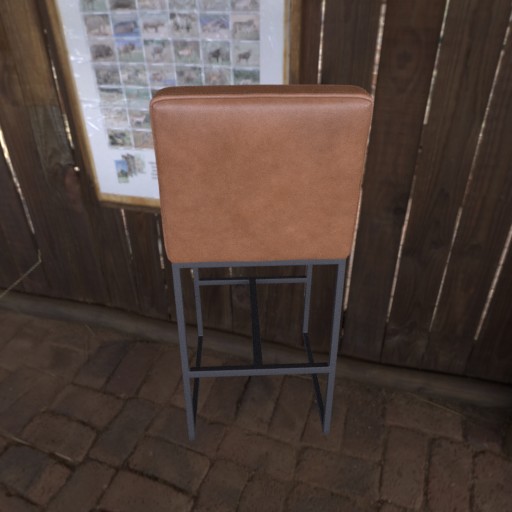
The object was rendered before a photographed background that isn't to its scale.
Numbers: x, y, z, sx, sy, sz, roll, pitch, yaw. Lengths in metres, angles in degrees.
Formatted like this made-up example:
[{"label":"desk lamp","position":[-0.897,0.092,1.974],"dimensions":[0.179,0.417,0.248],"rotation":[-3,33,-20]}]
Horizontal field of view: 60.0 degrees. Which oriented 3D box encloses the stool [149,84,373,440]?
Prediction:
[{"label":"stool","position":[0.000,0.000,1.318],"dimensions":[0.458,1.040,0.556],"rotation":[-1,31,-2]}]
